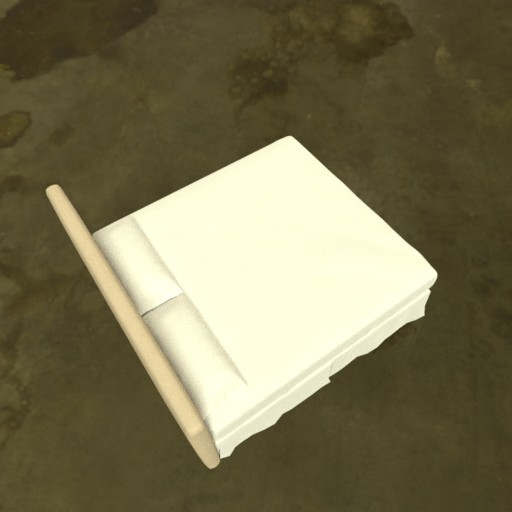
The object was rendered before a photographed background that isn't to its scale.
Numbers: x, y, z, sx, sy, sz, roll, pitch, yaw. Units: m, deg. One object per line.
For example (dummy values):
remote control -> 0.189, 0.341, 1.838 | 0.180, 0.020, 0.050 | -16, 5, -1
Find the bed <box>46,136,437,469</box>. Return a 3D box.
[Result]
bed -> 0.000, 0.000, 3.587 | 2.319, 1.317, 2.119 | -30, 62, -18
